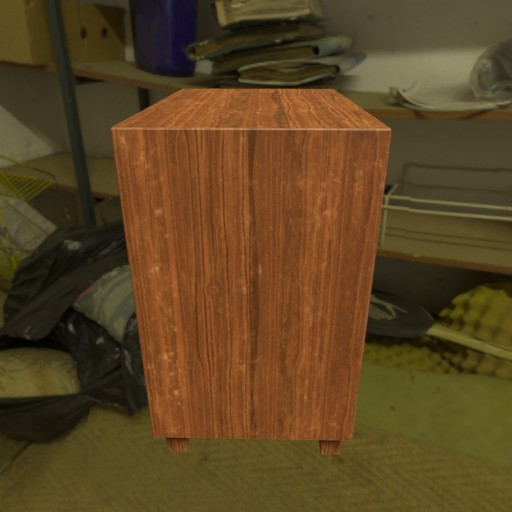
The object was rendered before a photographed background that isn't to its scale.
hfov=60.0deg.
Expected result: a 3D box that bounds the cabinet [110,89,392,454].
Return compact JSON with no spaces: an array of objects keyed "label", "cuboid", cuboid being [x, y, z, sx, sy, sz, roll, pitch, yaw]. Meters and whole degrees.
[{"label":"cabinet","cuboid":[0.000,0.000,1.055,0.410,0.695,0.607,1,26,1]}]
